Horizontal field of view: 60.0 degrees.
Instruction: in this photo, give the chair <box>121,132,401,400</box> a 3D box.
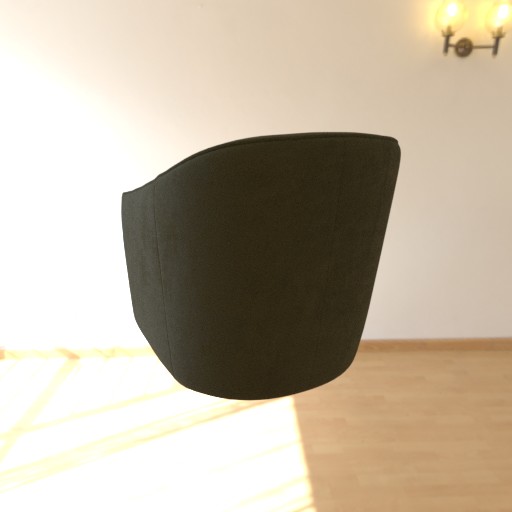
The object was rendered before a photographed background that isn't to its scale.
[{"bbox_3d":[0.000,0.000,1.483,0.747,0.799,0.875,-8,17,-26],"label":"chair"}]
